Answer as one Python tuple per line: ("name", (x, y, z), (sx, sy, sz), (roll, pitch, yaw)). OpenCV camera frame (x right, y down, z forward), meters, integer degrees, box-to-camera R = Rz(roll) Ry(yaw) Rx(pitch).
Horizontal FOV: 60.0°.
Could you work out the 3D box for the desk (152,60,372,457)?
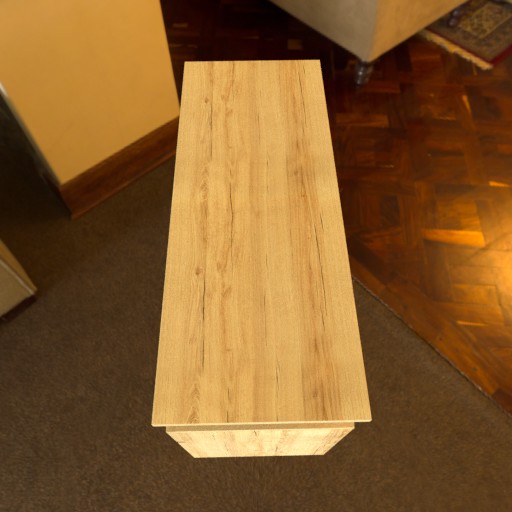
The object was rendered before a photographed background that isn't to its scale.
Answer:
("desk", (0.000, 0.000, 1.786), (0.550, 0.760, 1.400), (-1, 60, -1))
